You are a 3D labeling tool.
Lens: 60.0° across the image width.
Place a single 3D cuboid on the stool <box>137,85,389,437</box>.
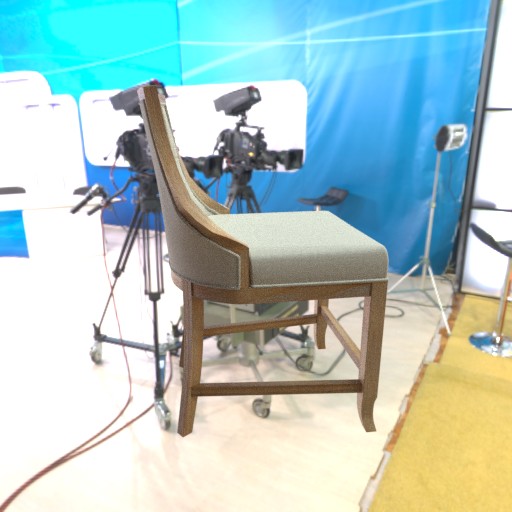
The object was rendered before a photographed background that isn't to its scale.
[{"bbox_3d":[0.000,0.000,1.347,0.626,0.938,0.524,-3,17,-8],"label":"stool"}]
